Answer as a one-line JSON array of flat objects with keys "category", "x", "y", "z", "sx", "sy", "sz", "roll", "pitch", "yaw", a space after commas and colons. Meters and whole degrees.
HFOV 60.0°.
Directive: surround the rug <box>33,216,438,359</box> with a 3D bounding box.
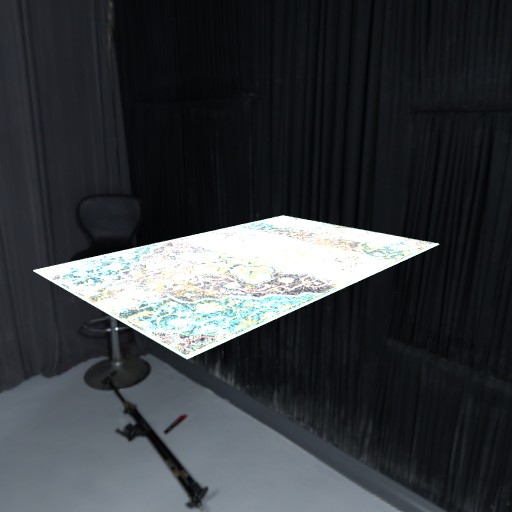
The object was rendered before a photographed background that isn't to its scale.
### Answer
[{"category": "rug", "x": 0.000, "y": 0.000, "z": 3.002, "sx": 2.363, "sy": 0.004, "sz": 1.566, "roll": -16, "pitch": 23, "yaw": -43}]
